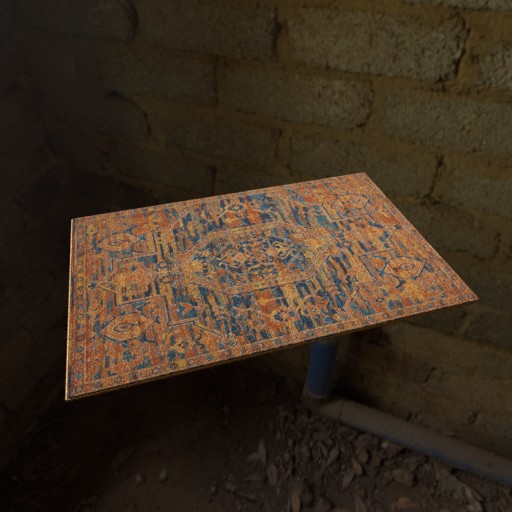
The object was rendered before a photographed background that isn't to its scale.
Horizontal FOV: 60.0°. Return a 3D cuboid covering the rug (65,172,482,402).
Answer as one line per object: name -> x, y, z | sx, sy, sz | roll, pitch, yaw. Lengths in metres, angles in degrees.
rug -> 0.000, 0.000, 1.073 | 0.863, 0.008, 0.557 | -11, 43, -12
